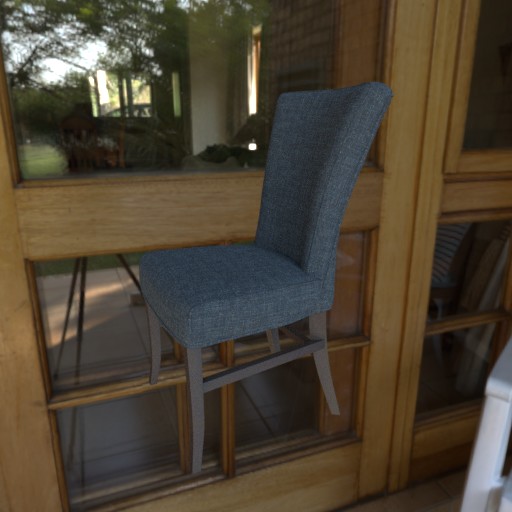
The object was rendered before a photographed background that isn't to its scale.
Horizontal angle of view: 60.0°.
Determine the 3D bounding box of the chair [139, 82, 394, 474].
[{"bbox_3d":[0.000,0.000,1.369,0.660,0.991,0.520,-8,18,-25],"label":"chair"}]
